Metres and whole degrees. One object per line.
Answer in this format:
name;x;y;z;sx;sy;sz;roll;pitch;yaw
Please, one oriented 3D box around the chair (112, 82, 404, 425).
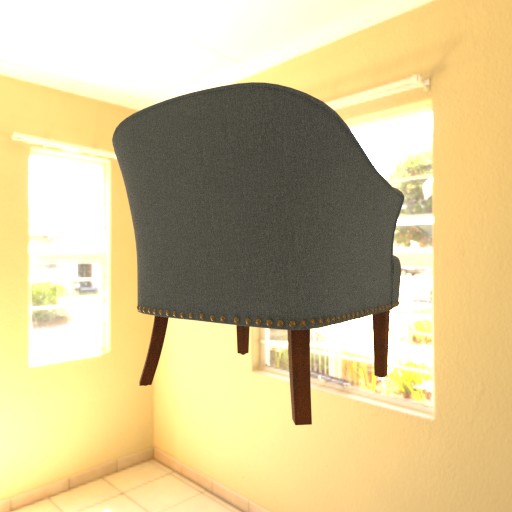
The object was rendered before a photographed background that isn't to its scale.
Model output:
chair;0.000;0.000;1.407;0.798;0.815;0.704;0;0;35
